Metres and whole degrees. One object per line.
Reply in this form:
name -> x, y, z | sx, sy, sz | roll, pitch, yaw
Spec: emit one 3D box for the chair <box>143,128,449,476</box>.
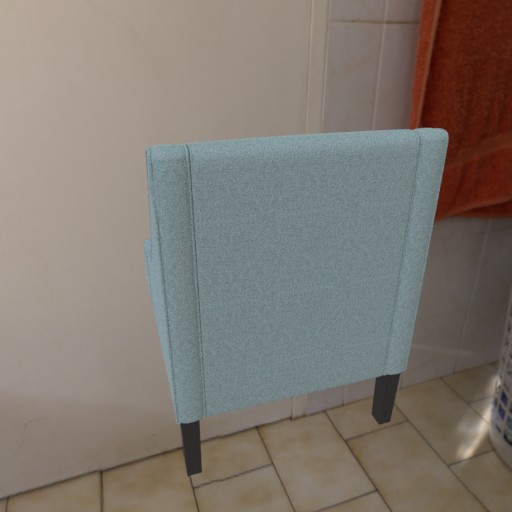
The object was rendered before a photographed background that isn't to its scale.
chair -> 0.000, 0.000, 1.820 | 0.857, 1.133, 1.025 | -8, 27, -16
